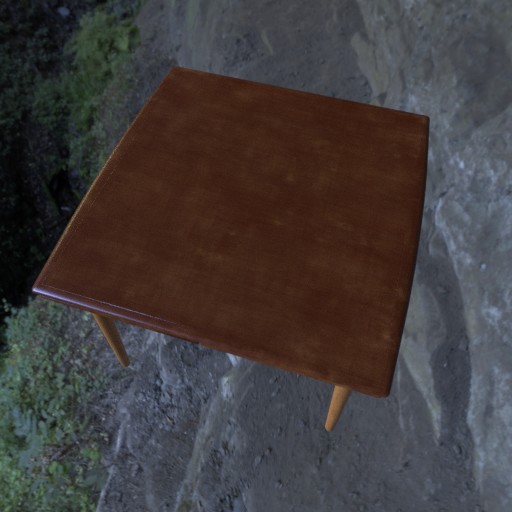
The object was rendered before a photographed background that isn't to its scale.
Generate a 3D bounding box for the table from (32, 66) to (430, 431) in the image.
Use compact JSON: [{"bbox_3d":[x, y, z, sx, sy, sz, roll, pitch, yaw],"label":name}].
[{"bbox_3d":[0.000,0.000,1.662,0.991,0.754,0.991,15,60,9],"label":"table"}]
